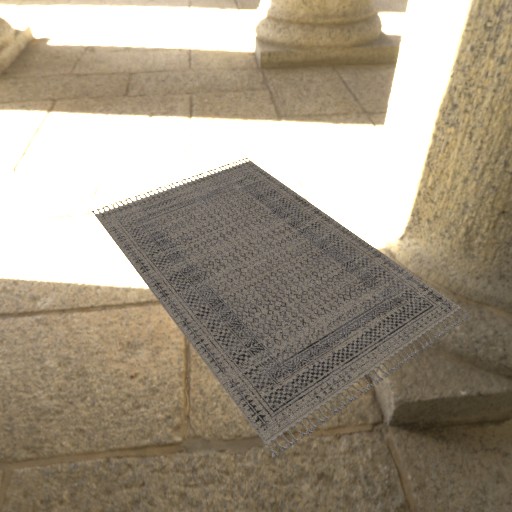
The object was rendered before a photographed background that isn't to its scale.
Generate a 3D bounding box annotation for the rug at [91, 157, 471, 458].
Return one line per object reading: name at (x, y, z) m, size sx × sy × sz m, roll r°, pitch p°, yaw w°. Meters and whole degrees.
rug at (0.000, 0.000, 3.166) m, size 1.548 × 0.013 × 2.486 m, roll -25°, pitch 47°, yaw -26°
